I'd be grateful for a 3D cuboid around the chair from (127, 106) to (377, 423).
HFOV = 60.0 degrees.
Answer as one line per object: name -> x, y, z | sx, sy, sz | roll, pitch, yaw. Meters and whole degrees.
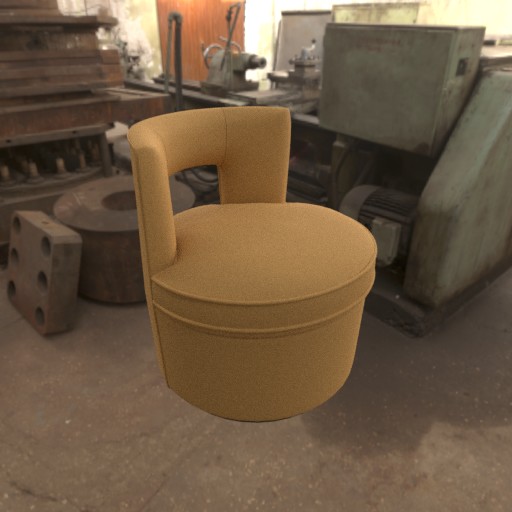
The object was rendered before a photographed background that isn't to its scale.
chair -> 0.000, 0.000, 1.258 | 0.665, 0.723, 0.650 | 18, 33, 31
